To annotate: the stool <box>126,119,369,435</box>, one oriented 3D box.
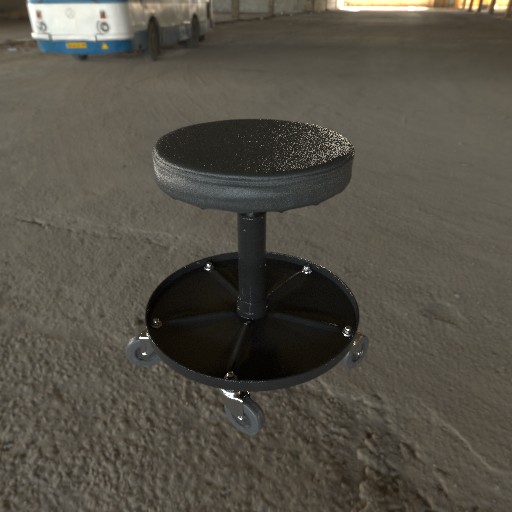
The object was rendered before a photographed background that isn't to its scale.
[{"bbox_3d":[0.000,0.000,0.695,0.381,0.365,0.382,9,31,14],"label":"stool"}]
